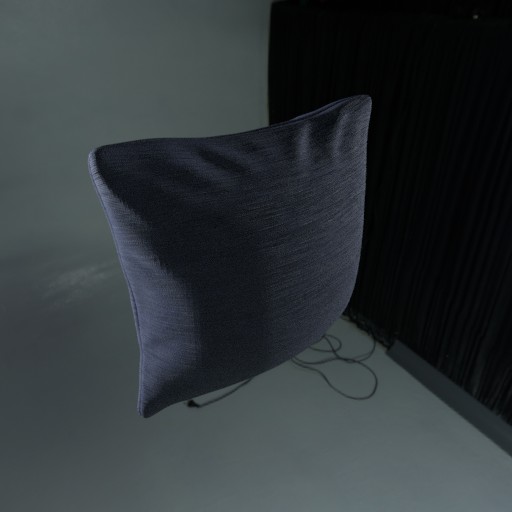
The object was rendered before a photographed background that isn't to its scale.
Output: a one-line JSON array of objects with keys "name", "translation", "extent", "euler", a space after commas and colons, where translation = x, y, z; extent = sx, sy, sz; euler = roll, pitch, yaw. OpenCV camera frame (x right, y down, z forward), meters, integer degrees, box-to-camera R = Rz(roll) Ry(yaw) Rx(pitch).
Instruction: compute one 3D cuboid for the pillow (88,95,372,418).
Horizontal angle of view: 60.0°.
[{"name": "pillow", "translation": [0.000, 0.000, 0.663], "extent": [0.432, 0.414, 0.246], "euler": [-22, 38, -31]}]
